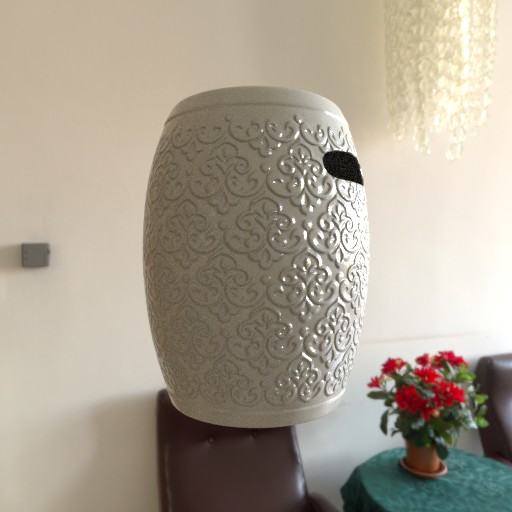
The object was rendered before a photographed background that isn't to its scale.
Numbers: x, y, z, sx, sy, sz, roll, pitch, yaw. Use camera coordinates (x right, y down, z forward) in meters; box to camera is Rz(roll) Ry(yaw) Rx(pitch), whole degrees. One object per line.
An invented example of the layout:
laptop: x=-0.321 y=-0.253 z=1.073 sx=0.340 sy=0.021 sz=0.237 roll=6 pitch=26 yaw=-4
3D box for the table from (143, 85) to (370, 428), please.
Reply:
table: x=0.000 y=0.000 z=0.623 sx=0.309 sy=0.397 sz=0.309 roll=0 pitch=1 yaw=0
